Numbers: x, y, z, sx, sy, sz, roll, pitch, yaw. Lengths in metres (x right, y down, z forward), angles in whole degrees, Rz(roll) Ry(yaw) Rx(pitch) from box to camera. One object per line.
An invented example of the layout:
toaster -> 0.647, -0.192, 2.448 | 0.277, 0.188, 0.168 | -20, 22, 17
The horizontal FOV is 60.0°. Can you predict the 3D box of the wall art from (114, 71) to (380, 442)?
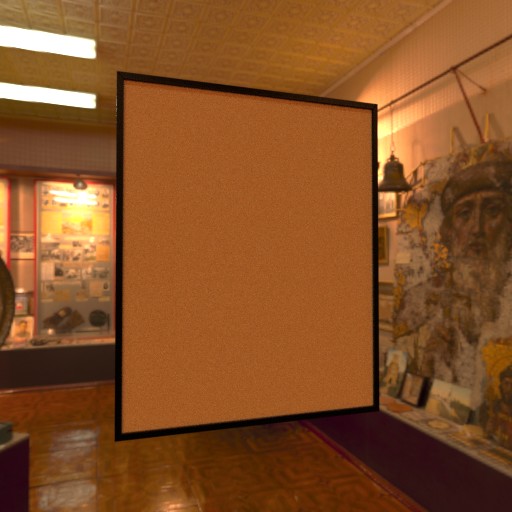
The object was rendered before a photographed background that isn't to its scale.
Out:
wall art -> 0.000, 0.000, 0.747 | 0.451, 0.553, 0.039 | 0, -1, -18
